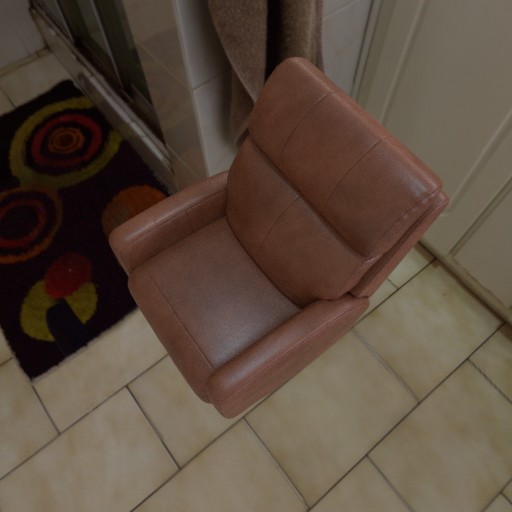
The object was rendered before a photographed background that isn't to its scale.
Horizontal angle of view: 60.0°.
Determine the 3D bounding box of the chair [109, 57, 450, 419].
[{"bbox_3d":[0.000,0.000,1.688,0.939,1.016,0.787,-33,68,-15],"label":"chair"}]
